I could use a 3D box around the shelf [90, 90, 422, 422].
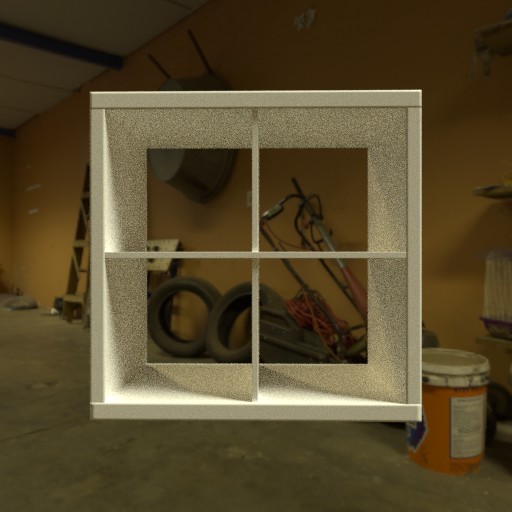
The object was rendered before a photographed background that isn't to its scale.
[{"bbox_3d":[0.000,0.000,1.251,0.790,0.786,0.390,0,0,1],"label":"shelf"}]
